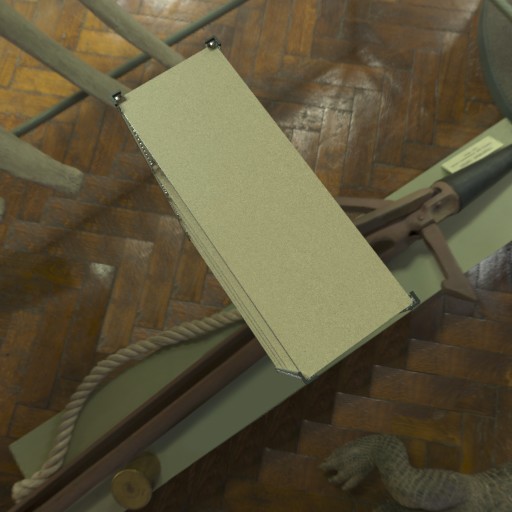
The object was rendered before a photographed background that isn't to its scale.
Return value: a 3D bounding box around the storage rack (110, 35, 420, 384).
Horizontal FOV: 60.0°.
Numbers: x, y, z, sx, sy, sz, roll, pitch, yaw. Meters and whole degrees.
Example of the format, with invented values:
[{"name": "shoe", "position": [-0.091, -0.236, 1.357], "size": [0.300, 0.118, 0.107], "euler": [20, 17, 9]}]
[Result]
[{"name": "storage rack", "position": [0.000, 0.000, 2.397], "size": [0.457, 1.829, 1.219], "euler": [-34, 79, -8]}]
